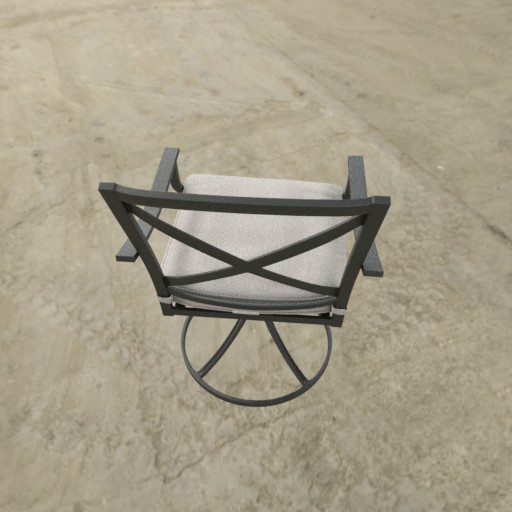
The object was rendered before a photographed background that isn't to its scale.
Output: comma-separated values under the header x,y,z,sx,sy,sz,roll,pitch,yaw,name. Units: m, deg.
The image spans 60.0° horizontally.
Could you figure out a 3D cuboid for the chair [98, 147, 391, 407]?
x,y,z,sx,sy,sz,roll,pitch,yaw,name
0.000,0.000,1.251,0.575,0.889,0.620,3,46,3,chair
